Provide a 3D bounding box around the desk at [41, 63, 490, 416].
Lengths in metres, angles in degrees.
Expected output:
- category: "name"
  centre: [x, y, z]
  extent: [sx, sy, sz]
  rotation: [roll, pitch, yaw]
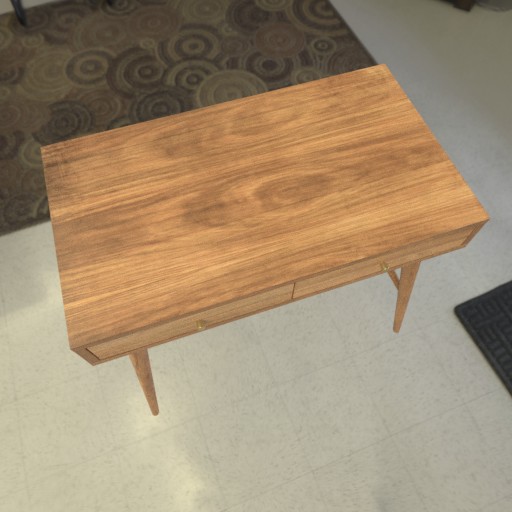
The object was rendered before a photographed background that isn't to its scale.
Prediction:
- category: "desk"
  centre: [0.000, 0.000, 1.391]
  extent: [0.949, 0.758, 0.588]
  rotation: [-17, 64, -8]
